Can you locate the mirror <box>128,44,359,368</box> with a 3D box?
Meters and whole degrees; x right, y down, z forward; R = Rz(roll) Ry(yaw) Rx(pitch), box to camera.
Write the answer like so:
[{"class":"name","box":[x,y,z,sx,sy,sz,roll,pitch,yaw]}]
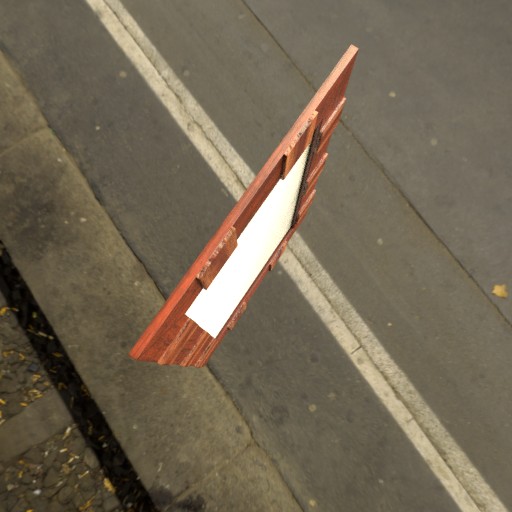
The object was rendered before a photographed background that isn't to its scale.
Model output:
[{"class":"mirror","box":[0.000,0.000,1.055,0.021,0.805,0.600,33,78,8]}]
